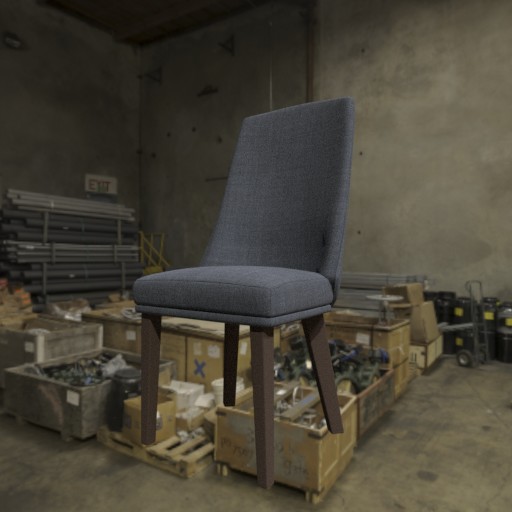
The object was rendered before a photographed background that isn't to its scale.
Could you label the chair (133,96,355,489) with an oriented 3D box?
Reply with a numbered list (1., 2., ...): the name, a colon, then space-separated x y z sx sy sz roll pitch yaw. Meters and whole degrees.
1. chair: 0.000 0.000 1.329 0.510 1.050 0.577 0 1 35
